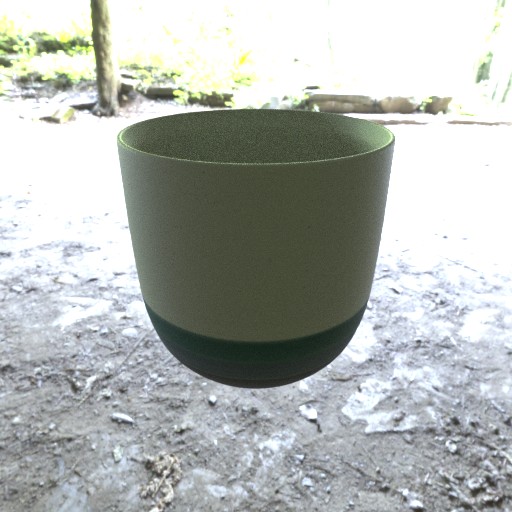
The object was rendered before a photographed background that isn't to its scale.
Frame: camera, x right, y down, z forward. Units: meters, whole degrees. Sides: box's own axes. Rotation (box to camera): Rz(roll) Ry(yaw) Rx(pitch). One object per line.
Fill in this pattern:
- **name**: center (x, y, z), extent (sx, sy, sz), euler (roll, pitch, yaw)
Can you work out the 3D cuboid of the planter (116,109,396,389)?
- **planter**: center (0.000, 0.000, 0.382), extent (0.204, 0.214, 0.204), euler (0, 27, 0)
